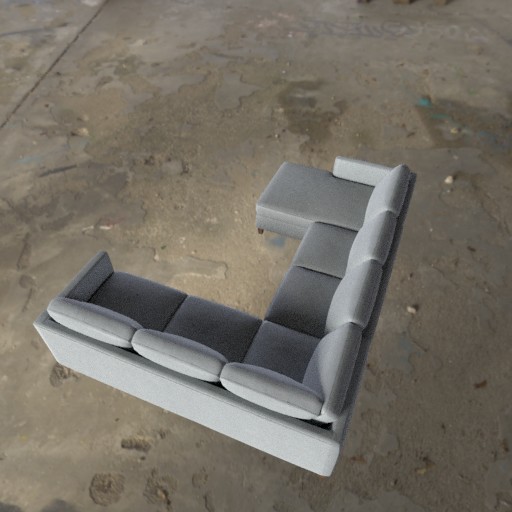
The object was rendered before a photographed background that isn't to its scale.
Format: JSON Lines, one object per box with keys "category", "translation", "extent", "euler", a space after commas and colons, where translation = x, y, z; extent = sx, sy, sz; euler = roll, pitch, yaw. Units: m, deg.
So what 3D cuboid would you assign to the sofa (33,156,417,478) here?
{"category": "sofa", "translation": [0.000, 0.000, 4.373], "extent": [2.551, 0.853, 3.238], "euler": [17, 49, 15]}
